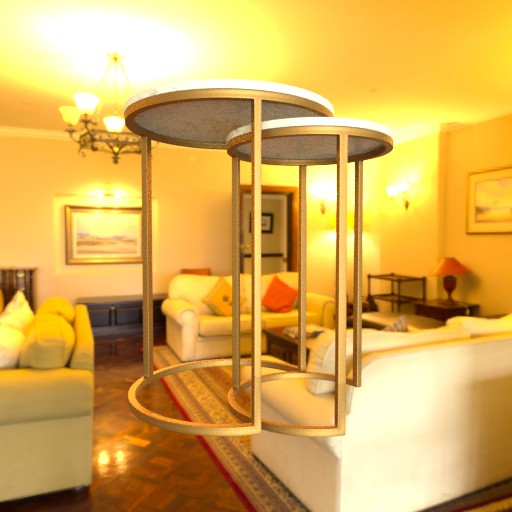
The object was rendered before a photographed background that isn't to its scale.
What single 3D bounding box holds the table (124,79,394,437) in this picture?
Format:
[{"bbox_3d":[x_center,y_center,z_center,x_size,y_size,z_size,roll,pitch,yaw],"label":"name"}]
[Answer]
[{"bbox_3d":[0.000,0.000,0.863,0.507,0.550,0.400,1,2,19],"label":"table"}]
